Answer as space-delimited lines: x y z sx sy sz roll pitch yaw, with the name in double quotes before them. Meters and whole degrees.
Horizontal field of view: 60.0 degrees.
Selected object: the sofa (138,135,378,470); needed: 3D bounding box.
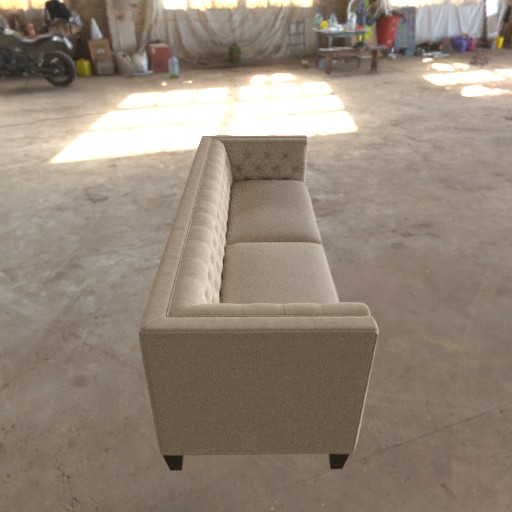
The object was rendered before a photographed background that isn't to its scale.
"sofa" 0.000 0.000 2.511 0.775 0.762 2.159 0 31 0
